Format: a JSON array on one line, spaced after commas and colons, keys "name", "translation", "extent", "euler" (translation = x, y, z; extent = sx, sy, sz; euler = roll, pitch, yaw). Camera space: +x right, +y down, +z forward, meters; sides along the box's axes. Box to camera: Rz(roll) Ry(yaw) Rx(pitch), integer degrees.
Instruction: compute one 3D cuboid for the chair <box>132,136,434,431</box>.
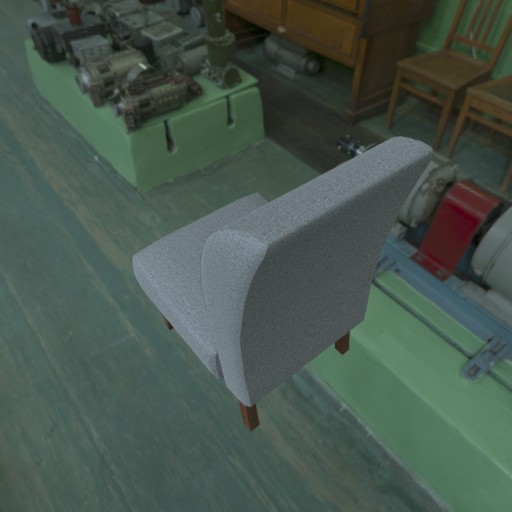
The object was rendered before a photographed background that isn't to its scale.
[{"name": "chair", "translation": [0.000, 0.000, 1.210], "extent": [0.513, 0.804, 0.592], "euler": [-32, 54, -26]}]
